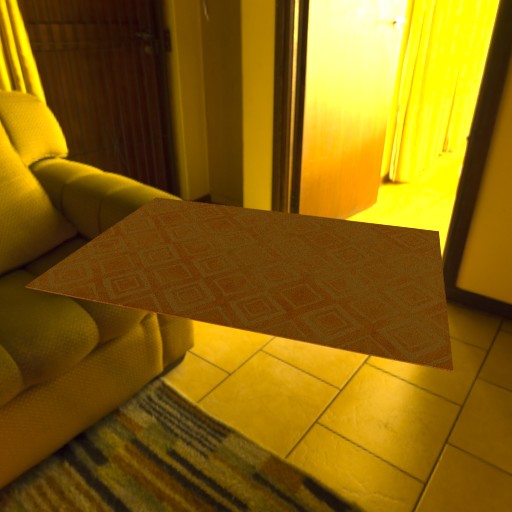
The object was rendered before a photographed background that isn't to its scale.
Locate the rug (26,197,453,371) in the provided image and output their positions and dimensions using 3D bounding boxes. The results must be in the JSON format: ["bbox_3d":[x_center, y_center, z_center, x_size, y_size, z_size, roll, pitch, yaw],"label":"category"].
[{"bbox_3d":[0.000,0.000,2.286,1.829,0.010,1.213,8,29,15],"label":"rug"}]
